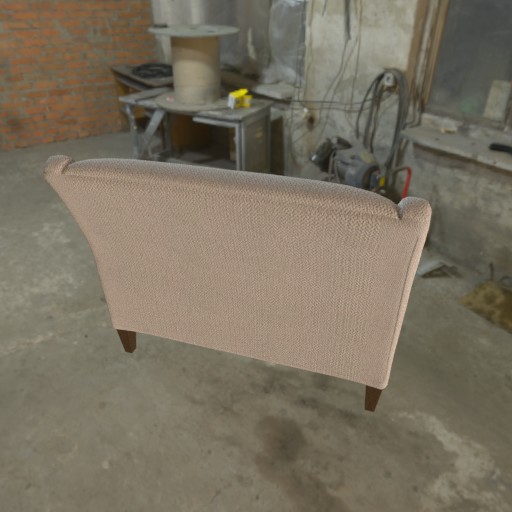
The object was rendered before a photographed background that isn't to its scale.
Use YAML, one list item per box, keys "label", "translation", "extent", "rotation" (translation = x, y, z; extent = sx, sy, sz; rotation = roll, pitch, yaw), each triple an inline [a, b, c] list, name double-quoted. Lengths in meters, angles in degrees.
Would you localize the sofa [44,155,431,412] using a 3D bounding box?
- label: "sofa"
  translation: [0.000, 0.000, 1.900]
  extent: [1.242, 1.022, 0.870]
  rotation: [9, 33, 15]
